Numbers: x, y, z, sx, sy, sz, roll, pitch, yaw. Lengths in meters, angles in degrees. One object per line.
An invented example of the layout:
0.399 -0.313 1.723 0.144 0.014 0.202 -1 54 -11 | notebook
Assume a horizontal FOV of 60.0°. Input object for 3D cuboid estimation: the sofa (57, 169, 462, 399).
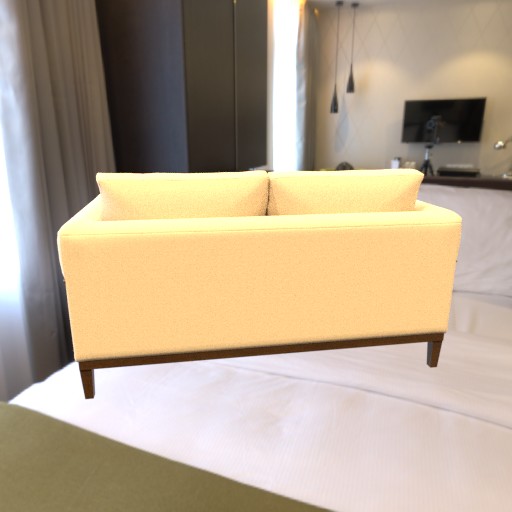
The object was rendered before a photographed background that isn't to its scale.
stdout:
0.000 0.000 2.171 1.598 0.873 0.905 -3 16 -9 | sofa
